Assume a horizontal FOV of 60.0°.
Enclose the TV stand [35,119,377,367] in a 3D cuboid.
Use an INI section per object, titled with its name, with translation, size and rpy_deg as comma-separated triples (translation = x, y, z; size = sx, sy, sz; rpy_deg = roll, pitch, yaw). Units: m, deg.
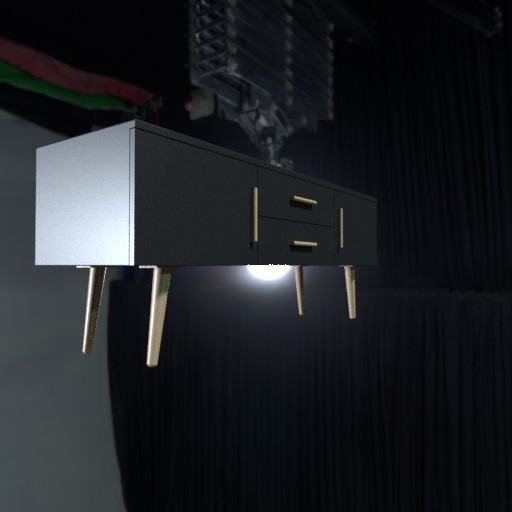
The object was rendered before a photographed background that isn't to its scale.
[TV stand]
translation = 0.000, 0.000, 1.507
size = 0.390, 0.518, 1.312
rpy_deg = -1, -1, 36
